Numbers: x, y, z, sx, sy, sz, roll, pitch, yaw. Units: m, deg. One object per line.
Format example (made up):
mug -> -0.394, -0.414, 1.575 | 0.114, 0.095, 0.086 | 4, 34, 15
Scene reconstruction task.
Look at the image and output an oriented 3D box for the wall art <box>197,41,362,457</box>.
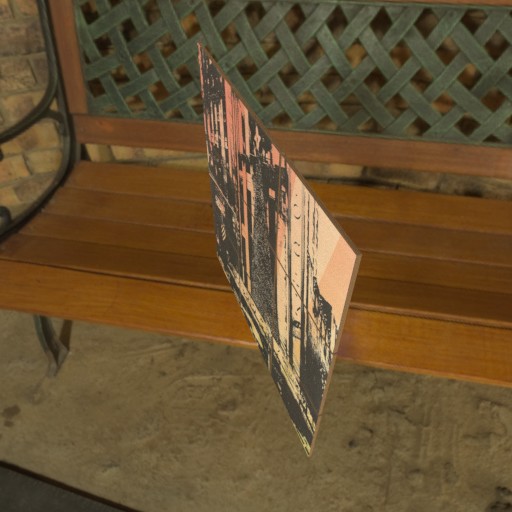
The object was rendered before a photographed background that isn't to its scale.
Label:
wall art -> 0.000, 0.000, 1.338 | 0.010, 0.917, 0.919 | -16, 49, -14
